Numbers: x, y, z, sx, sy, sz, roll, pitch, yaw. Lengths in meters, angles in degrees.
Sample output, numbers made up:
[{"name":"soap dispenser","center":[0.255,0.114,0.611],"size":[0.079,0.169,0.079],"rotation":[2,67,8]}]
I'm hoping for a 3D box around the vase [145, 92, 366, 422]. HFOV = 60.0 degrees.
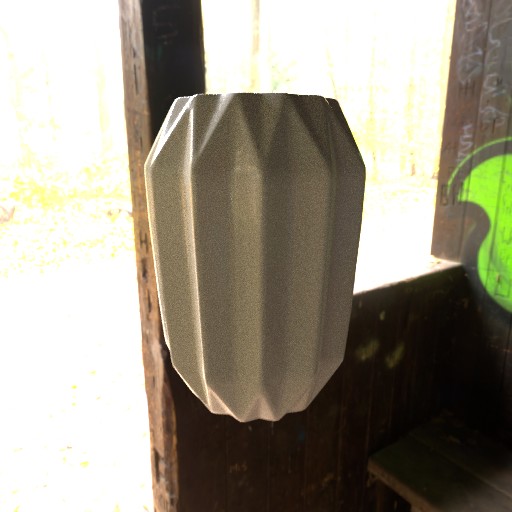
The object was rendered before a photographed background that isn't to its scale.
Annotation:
[{"name":"vase","center":[0.000,0.000,0.411],"size":[0.195,0.275,0.195],"rotation":[0,15,0]}]
